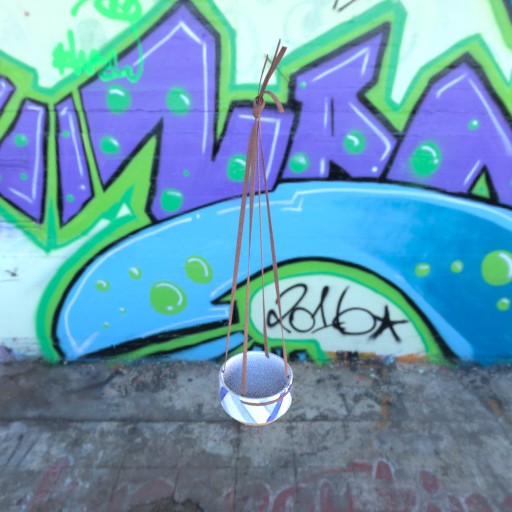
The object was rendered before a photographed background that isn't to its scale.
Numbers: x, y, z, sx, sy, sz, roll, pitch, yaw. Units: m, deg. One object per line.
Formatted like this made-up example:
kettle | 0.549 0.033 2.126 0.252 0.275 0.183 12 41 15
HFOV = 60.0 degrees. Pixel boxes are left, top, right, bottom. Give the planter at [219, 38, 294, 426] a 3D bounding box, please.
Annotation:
planter | 0.000 0.000 0.853 0.166 0.751 0.166 0 26 0
